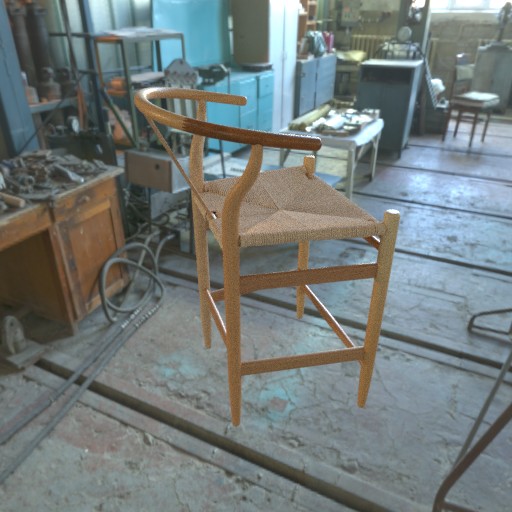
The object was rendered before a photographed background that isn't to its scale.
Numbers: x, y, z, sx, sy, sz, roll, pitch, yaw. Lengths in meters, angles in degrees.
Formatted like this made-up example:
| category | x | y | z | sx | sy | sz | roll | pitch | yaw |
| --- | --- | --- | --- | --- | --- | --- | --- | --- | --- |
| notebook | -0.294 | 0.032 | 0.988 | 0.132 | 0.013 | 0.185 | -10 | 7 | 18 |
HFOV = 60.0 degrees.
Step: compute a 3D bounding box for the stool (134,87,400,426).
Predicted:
| category | x | y | z | sx | sy | sz | roll | pitch | yaw |
| --- | --- | --- | --- | --- | --- | --- | --- | --- | --- |
| stool | 0.000 | 0.000 | 1.296 | 0.575 | 0.923 | 0.536 | -9 | 31 | -16 |
